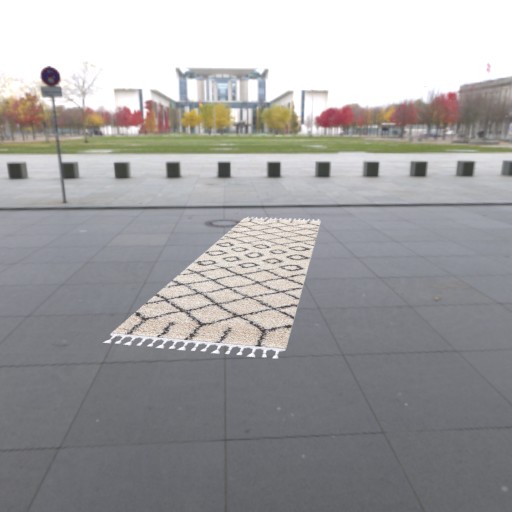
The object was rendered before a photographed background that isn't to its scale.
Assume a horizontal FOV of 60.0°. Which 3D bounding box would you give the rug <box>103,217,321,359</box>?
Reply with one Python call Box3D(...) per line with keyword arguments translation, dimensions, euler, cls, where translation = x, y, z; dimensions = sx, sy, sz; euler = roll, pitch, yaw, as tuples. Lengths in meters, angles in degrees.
Box3D(translation=(0.000, 0.000, 2.692), dimensions=(0.660, 0.005, 2.464), euler=(3, 16, 11), cls="rug")
